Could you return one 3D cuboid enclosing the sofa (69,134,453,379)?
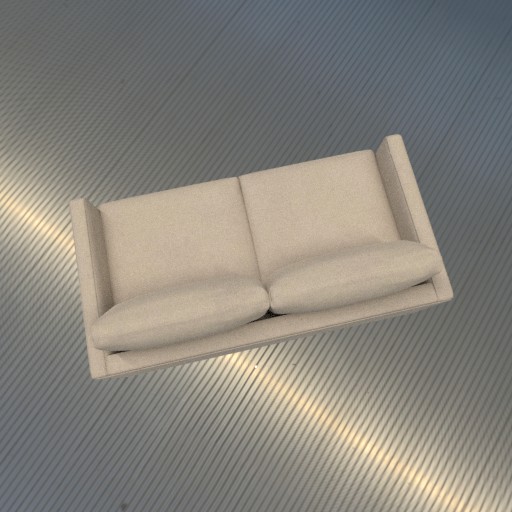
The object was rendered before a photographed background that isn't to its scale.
[{"bbox_3d":[0.000,0.000,2.255,1.682,0.840,0.875,-12,76,-3],"label":"sofa"}]
